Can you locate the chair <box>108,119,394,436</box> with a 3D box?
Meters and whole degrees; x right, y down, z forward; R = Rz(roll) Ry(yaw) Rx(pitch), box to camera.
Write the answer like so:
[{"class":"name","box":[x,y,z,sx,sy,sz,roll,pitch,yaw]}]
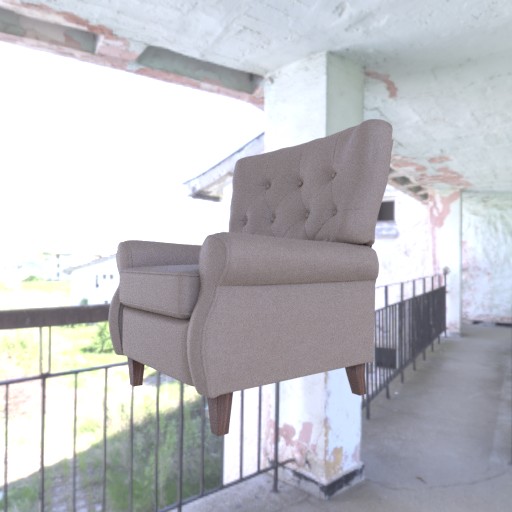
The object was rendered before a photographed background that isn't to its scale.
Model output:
[{"class":"chair","box":[0.000,0.000,1.933,1.041,1.138,0.999,0,0,-37]}]
